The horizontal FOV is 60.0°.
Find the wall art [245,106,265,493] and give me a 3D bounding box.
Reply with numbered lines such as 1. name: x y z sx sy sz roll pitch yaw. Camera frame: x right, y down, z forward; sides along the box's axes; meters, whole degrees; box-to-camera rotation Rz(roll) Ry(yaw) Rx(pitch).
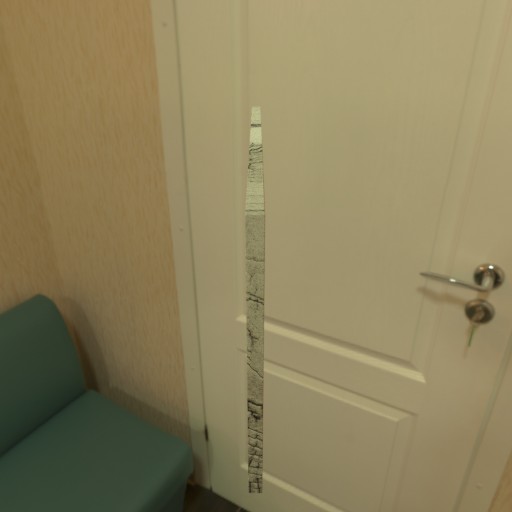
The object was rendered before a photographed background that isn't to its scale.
1. wall art: 0.000 0.000 1.451 0.035 0.758 1.141 0 28 0
